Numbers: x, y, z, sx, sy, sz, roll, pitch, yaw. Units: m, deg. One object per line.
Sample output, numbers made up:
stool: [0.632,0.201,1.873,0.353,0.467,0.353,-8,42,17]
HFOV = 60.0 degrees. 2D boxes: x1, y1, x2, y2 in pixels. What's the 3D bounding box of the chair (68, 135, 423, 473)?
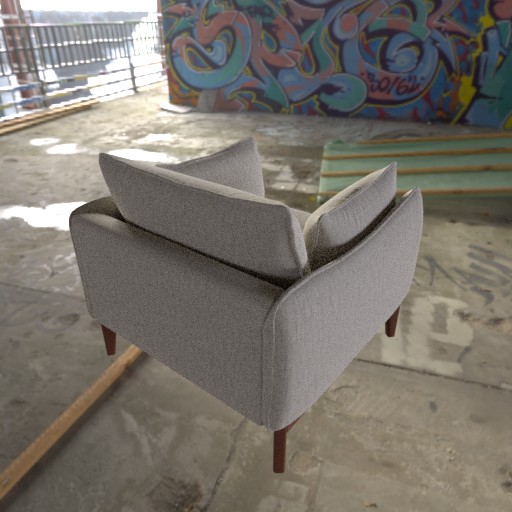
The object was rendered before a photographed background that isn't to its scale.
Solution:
chair: [0.000,0.000,1.724,0.994,0.855,0.991,21,35,33]
